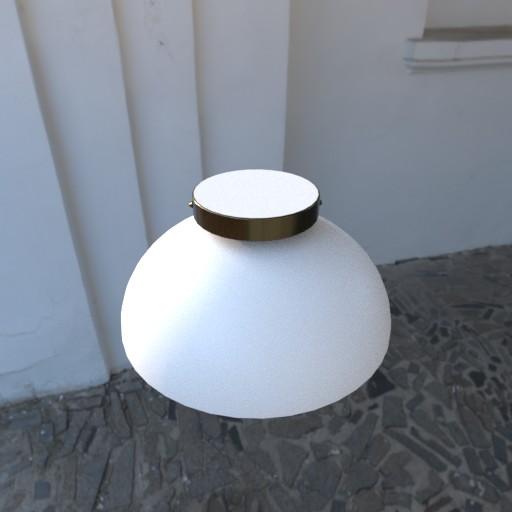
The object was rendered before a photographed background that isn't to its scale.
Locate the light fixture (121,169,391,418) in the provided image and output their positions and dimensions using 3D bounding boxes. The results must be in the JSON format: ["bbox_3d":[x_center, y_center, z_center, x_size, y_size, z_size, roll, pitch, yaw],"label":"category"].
[{"bbox_3d":[0.000,0.000,0.561,0.355,0.177,0.355,0,31,0],"label":"light fixture"}]
